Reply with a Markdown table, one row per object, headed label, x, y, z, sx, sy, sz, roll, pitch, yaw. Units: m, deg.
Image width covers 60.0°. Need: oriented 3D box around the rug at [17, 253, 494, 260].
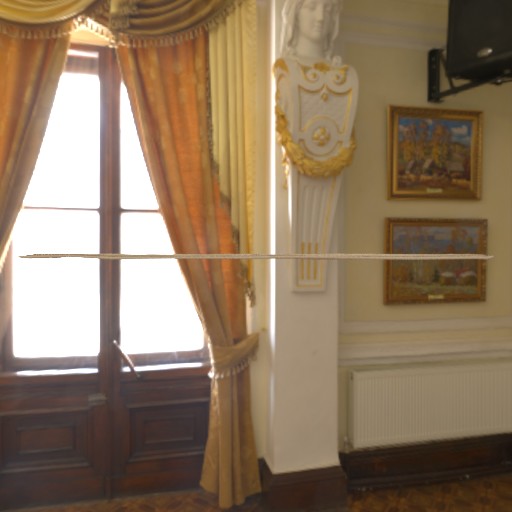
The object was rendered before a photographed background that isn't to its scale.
| label | x | y | z | sx | sy | sz | roll | pitch | yaw |
| --- | --- | --- | --- | --- | --- | --- | --- | --- | --- |
| rug | 0.000 | 0.000 | 2.621 | 2.381 | 0.036 | 0.831 | 0 | 0 | -1 |
